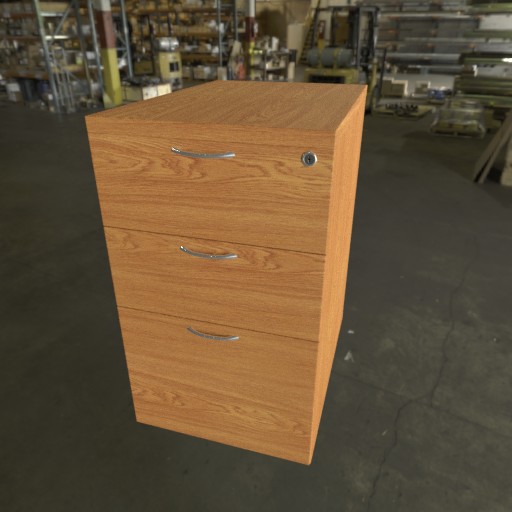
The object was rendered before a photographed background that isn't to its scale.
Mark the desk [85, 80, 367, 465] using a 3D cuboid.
[{"bbox_3d":[0.000,0.000,1.074,0.404,0.730,0.600,8,28,15],"label":"desk"}]
